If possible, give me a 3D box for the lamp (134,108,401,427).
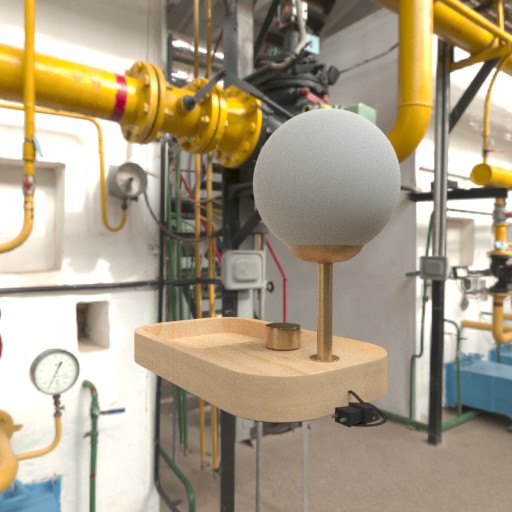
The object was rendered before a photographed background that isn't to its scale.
[{"bbox_3d":[0.000,0.000,0.468,0.173,0.253,0.331,-1,1,-37],"label":"lamp"}]
